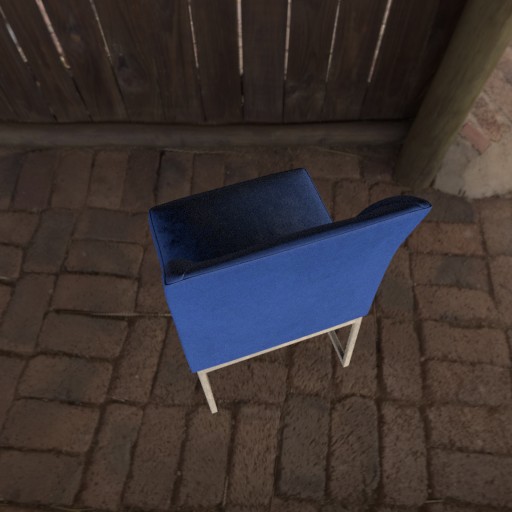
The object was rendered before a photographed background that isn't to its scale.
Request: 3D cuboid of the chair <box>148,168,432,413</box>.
[{"bbox_3d":[0.000,0.000,1.199,0.508,0.863,0.522,-17,61,-10],"label":"chair"}]
